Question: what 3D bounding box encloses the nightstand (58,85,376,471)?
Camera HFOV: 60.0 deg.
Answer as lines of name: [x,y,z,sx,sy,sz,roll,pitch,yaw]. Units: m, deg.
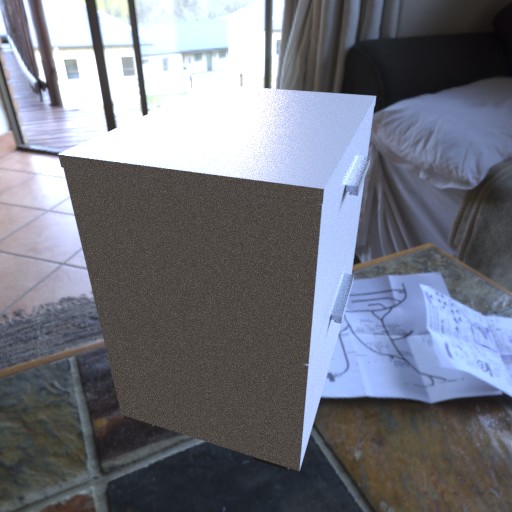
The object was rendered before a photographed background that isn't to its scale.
nightstand: [0.000,0.000,0.758,0.325,0.460,0.441,10,33,16]
